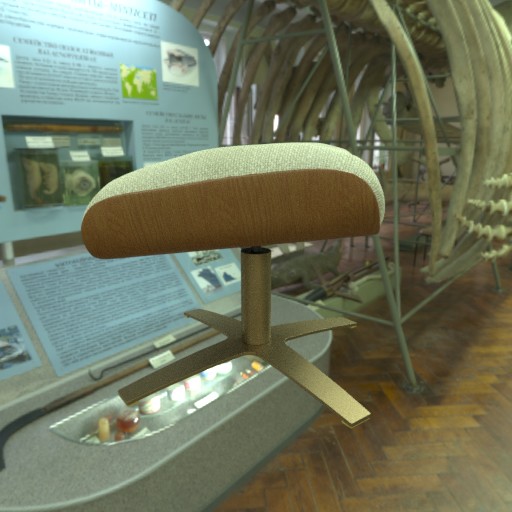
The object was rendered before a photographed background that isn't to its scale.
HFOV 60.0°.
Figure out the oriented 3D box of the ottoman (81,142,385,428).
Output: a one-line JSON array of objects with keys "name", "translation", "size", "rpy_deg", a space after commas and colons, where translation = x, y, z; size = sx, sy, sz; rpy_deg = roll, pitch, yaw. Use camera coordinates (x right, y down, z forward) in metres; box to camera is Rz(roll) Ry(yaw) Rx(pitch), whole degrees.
[{"name": "ottoman", "translation": [0.000, 0.000, 0.792], "size": [0.394, 0.391, 0.520], "rpy_deg": [2, 15, 9]}]
